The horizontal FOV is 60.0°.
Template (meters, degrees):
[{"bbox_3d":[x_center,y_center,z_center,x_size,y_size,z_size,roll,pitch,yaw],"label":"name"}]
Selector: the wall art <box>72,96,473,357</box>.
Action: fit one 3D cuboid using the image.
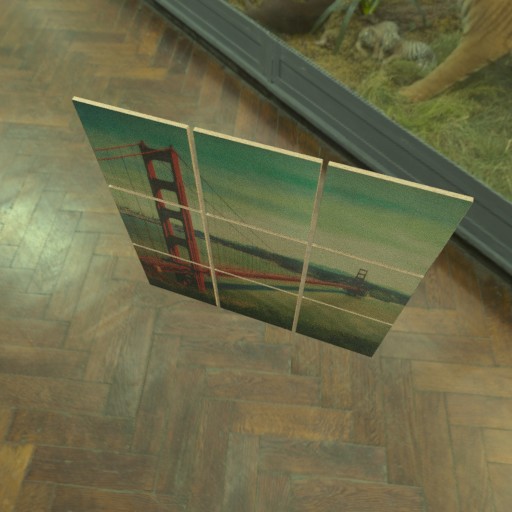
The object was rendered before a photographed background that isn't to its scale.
[{"bbox_3d":[0.000,0.000,1.788,1.217,1.207,0.016,17,59,10],"label":"wall art"}]
